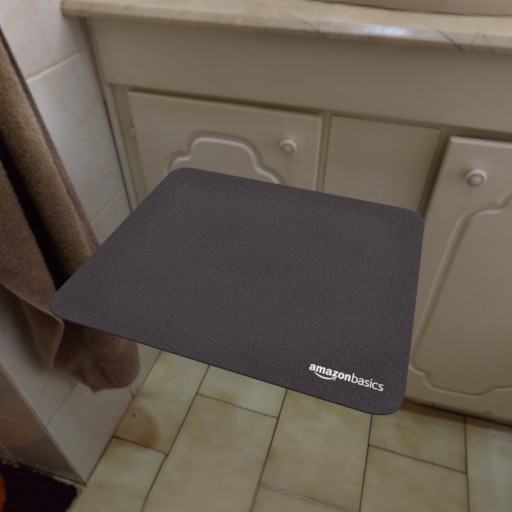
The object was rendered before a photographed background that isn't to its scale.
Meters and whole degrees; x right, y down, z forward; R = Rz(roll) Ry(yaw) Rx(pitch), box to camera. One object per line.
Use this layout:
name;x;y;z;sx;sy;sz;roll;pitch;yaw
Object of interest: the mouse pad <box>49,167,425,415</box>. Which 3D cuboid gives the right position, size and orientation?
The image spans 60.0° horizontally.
mouse pad;0.000;0.000;0.449;0.315;0.002;0.269;13;43;14
